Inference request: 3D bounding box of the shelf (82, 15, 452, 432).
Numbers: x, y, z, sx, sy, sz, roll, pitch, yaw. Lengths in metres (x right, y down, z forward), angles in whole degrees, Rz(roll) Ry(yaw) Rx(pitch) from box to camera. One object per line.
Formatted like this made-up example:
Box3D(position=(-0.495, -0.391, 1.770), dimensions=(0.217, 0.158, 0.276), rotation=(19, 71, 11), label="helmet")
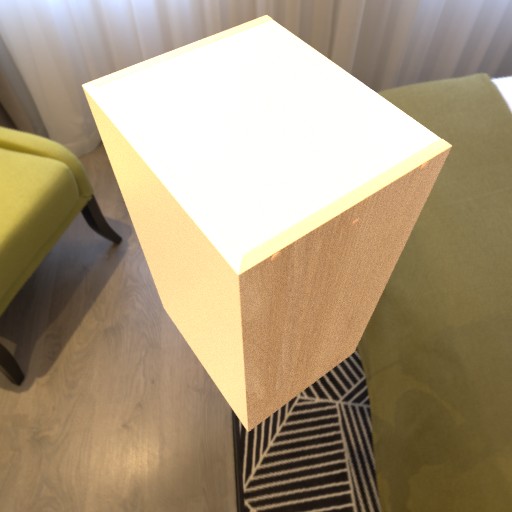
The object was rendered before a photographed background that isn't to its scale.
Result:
Box3D(position=(0.000, 0.000, 0.774), dimensions=(0.290, 0.600, 0.350), rotation=(-31, 61, -19), label="shelf")
